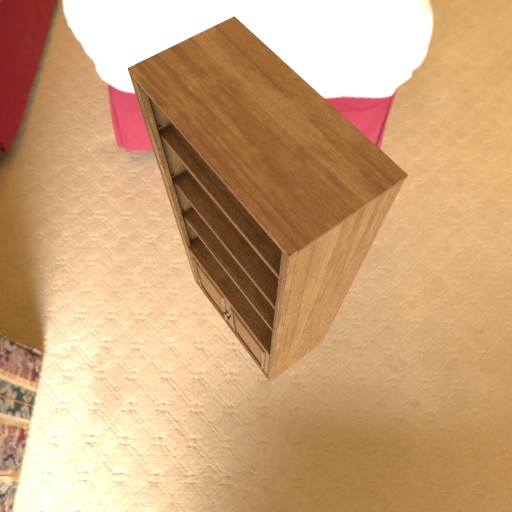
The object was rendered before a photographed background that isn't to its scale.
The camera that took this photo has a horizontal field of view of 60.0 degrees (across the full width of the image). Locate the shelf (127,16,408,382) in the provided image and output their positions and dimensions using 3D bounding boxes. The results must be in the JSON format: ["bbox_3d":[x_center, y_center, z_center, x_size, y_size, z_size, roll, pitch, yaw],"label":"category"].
[{"bbox_3d":[0.000,0.000,2.236,0.453,1.930,0.864,-34,69,-15],"label":"shelf"}]
